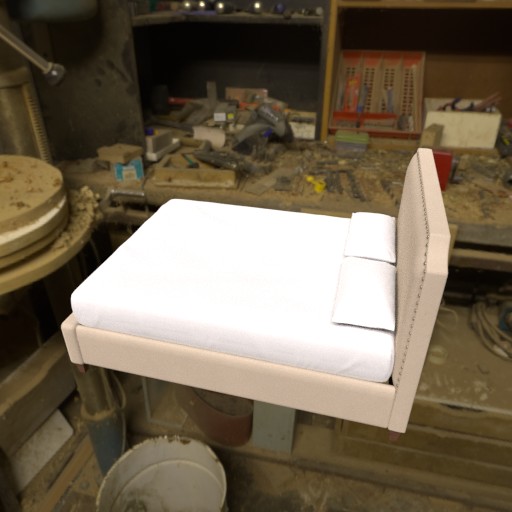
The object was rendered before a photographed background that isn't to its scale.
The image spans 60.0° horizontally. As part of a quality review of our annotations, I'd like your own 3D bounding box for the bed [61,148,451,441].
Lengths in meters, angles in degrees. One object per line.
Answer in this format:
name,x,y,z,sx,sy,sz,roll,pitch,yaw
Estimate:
bed,0.000,0.000,3.339,2.329,1.415,1.703,8,32,13
